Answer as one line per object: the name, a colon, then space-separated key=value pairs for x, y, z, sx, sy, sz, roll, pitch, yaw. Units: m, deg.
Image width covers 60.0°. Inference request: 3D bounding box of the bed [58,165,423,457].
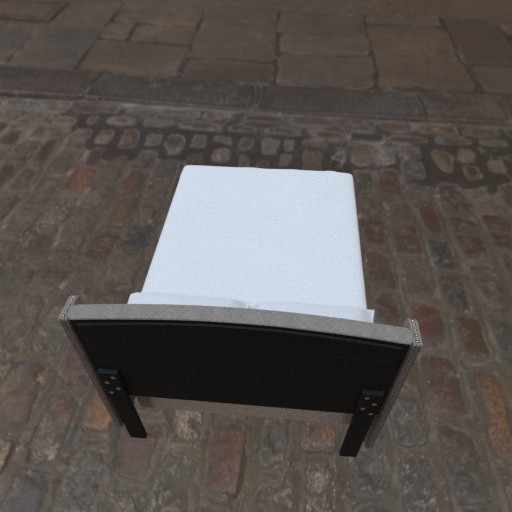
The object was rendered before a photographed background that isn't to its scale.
bed: x=0.000 y=0.000 z=3.252 sx=1.710 sy=1.407 sz=2.237 roll=4 pitch=47 yaw=3
